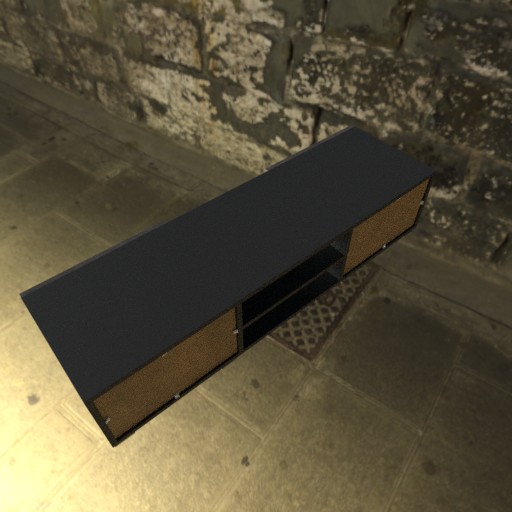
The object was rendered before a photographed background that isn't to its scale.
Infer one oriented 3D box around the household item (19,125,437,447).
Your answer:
[{"bbox_3d":[0.000,0.000,1.561,1.400,0.310,0.420,-32,55,-26],"label":"household item"}]
